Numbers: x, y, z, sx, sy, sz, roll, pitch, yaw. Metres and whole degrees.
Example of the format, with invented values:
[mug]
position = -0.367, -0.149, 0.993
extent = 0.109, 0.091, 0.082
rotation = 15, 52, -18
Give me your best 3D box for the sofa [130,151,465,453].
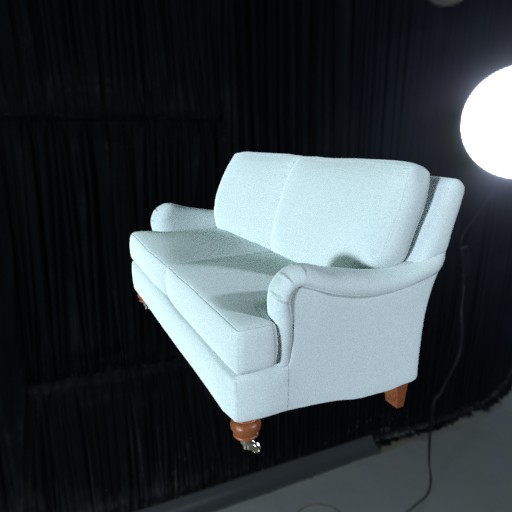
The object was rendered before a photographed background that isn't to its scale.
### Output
[sofa]
position = 0.000, 0.000, 2.489
extent = 1.084, 1.101, 1.853
rotation = -7, 17, -26
